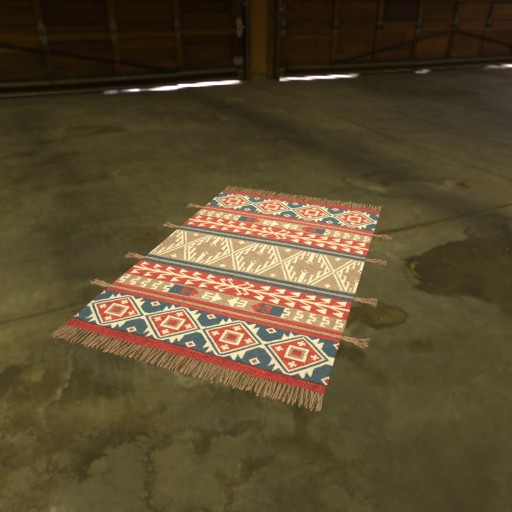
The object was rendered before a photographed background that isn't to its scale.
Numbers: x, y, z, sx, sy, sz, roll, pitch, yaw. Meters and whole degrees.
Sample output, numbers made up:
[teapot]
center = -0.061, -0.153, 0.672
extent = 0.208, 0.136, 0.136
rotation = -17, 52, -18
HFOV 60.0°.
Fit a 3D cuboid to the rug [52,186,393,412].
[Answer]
[rug]
center = 0.000, 0.000, 3.163
extent = 1.778, 0.048, 2.450
rotation = 10, 31, 18
